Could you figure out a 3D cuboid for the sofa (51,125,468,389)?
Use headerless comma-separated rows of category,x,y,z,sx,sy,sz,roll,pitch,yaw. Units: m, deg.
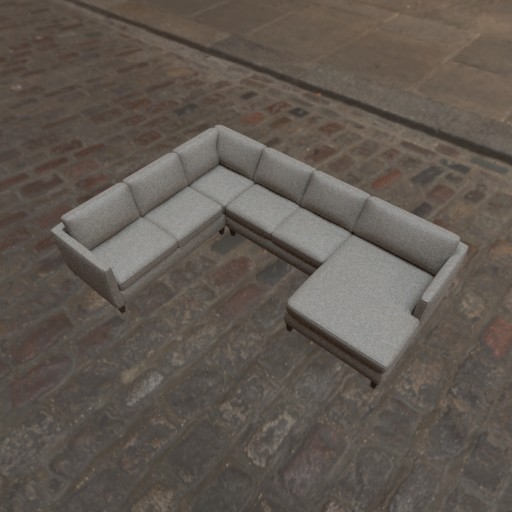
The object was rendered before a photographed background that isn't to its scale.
sofa,0.000,0.000,4.597,3.403,0.889,2.551,31,54,26
